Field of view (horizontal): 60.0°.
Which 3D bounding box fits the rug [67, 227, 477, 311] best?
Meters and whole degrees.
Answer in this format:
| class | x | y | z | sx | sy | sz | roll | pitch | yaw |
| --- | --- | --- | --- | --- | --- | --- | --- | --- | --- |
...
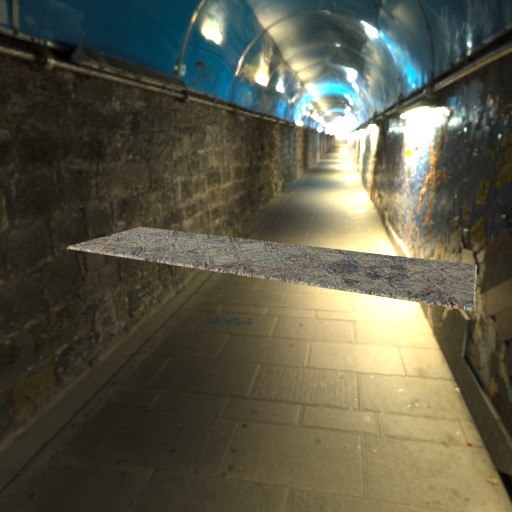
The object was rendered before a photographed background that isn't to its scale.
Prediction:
| class | x | y | z | sx | sy | sz | roll | pitch | yaw |
| --- | --- | --- | --- | --- | --- | --- | --- | --- | --- |
| rug | 0.000 | 0.000 | 2.553 | 2.292 | 0.015 | 0.688 | 7 | 17 | 25 |
